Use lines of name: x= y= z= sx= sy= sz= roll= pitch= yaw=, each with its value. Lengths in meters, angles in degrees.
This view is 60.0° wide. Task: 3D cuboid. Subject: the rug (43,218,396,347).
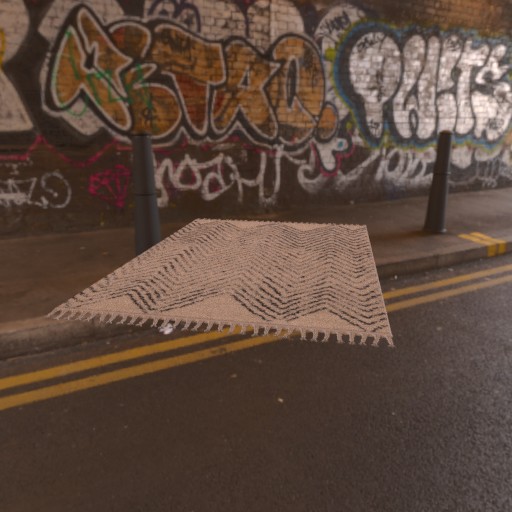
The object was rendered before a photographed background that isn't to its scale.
rug: x=0.000 y=0.000 z=2.346 sx=1.230 sy=0.014 sz=1.847 roll=3 pitch=17 yaw=10
